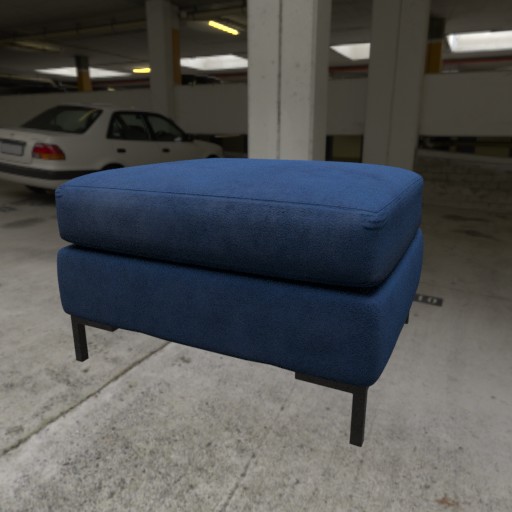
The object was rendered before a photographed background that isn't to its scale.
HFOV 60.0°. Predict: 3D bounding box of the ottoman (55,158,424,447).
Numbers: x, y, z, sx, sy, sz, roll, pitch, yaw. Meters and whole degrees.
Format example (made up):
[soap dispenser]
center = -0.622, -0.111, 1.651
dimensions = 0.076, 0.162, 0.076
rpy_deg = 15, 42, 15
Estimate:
[ottoman]
center = 0.000, 0.000, 1.177
dimensions = 0.794, 0.485, 0.655
rpy_deg = 8, 18, 25
